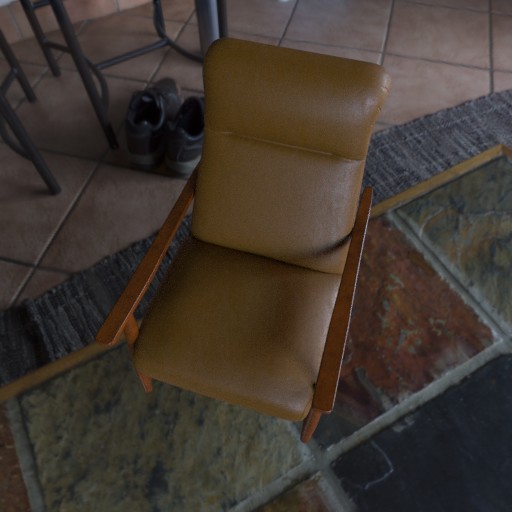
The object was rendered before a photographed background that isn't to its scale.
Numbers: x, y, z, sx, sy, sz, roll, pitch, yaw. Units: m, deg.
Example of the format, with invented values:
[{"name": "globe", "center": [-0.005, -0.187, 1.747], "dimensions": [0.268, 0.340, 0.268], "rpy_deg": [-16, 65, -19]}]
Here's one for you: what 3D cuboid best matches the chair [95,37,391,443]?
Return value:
[{"name": "chair", "center": [0.000, 0.000, 1.664], "dimensions": [0.762, 1.082, 1.014], "rpy_deg": [14, 58, 9]}]
